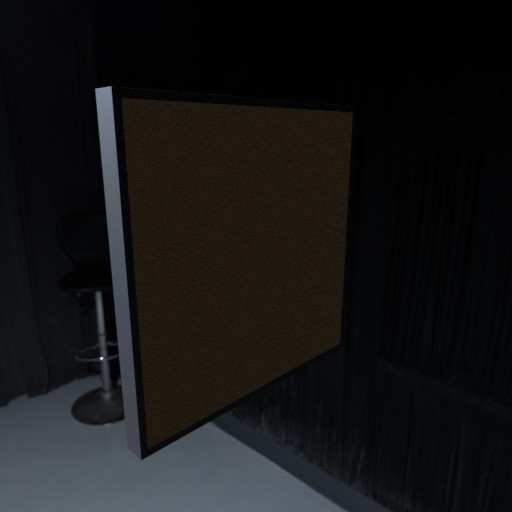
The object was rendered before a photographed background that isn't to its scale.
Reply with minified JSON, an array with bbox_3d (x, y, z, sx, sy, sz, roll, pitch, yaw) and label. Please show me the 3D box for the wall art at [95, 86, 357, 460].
[{"bbox_3d":[0.000,0.000,0.762,0.509,0.509,0.040,-15,21,-43],"label":"wall art"}]
